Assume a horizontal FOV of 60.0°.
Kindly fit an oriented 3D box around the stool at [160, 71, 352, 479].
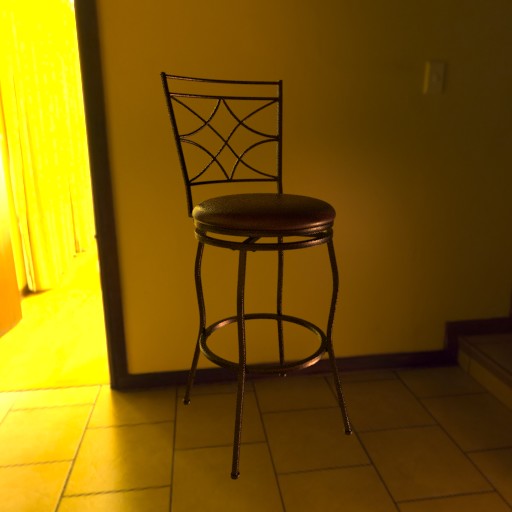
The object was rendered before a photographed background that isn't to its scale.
[{"bbox_3d":[0.000,0.000,1.415,0.434,1.117,0.534,-8,17,-27],"label":"stool"}]
